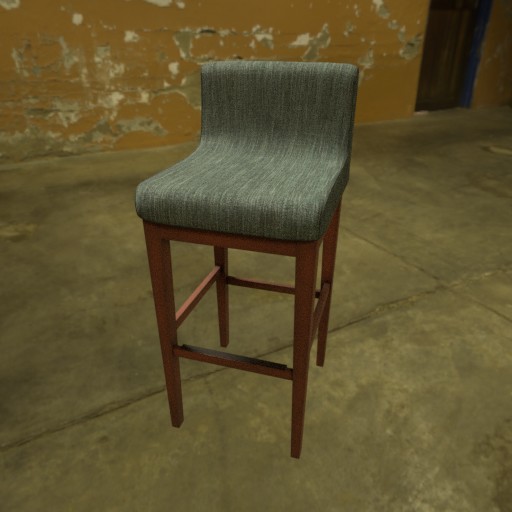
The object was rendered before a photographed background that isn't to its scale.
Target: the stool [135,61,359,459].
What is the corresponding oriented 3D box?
[{"bbox_3d":[0.000,0.000,1.222,0.426,0.965,0.499,8,28,15],"label":"stool"}]
